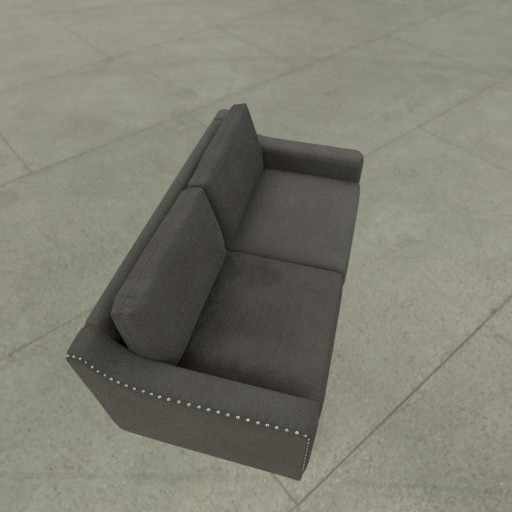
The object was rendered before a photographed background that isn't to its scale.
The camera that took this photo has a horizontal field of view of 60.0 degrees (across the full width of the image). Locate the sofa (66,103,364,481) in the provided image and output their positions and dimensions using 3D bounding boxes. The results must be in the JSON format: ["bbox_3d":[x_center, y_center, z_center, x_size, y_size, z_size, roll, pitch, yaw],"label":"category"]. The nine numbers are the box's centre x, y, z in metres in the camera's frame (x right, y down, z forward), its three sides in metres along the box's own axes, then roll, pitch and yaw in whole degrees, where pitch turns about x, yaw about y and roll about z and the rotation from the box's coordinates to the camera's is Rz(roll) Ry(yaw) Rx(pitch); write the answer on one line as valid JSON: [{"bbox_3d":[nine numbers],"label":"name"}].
[{"bbox_3d":[0.000,0.000,3.242,1.336,1.196,2.550,11,48,10],"label":"sofa"}]
